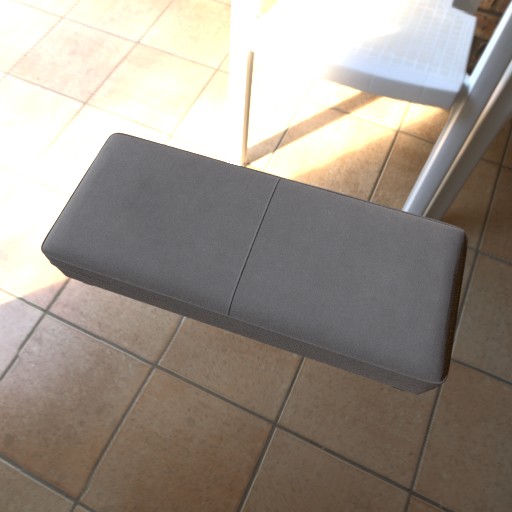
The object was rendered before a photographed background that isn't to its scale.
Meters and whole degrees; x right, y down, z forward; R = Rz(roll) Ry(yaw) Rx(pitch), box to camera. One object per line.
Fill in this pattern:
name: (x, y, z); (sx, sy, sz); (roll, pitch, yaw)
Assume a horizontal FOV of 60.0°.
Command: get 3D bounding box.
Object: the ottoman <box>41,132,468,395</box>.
ottoman: (0.000, 0.000, 2.034); (1.726, 0.460, 0.735); (17, 65, 8)
